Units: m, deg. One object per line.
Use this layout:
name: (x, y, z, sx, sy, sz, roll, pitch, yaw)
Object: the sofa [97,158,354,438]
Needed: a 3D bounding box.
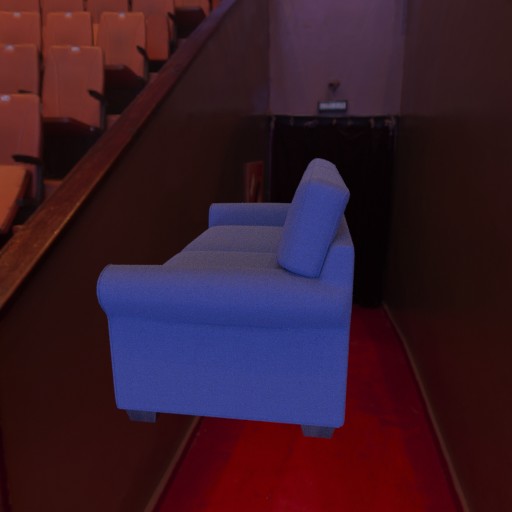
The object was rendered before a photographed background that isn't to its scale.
sofa: (0.000, 0.000, 2.510, 0.940, 1.020, 1.930, 2, 15, 8)
